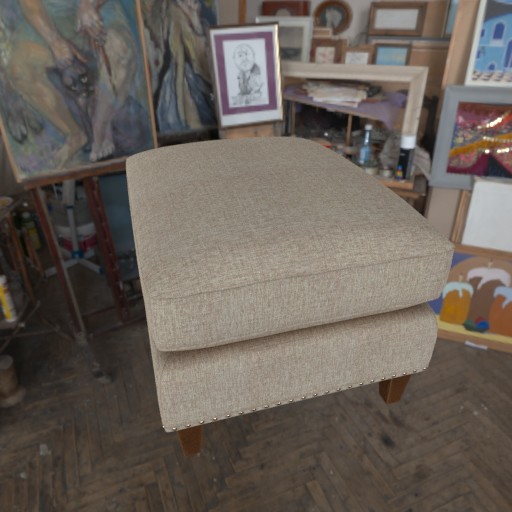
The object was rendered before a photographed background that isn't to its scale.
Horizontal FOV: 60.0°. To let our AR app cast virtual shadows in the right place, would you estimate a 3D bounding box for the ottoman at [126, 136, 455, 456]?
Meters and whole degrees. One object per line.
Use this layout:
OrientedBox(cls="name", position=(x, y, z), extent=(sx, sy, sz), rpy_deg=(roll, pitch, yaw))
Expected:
OrientedBox(cls="ottoman", position=(0.000, 0.000, 1.139), extent=(0.584, 0.513, 0.741), rpy_deg=(-9, 31, -14))
